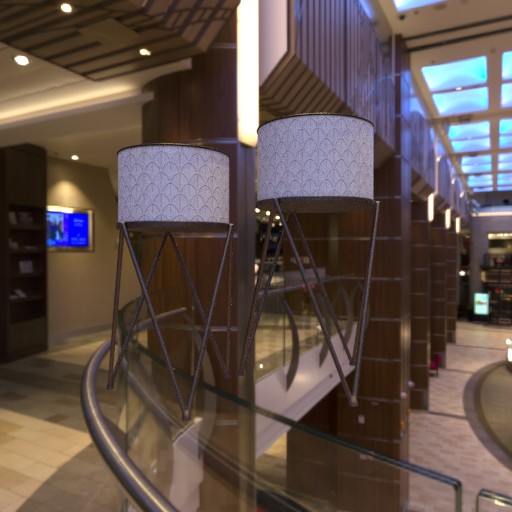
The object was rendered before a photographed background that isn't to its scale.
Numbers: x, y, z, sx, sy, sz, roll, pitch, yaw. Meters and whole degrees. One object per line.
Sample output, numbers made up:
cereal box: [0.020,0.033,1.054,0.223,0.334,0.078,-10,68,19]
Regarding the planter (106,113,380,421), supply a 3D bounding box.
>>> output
planter: [0.000,0.000,1.189,0.769,0.712,0.413,0,1,-18]
